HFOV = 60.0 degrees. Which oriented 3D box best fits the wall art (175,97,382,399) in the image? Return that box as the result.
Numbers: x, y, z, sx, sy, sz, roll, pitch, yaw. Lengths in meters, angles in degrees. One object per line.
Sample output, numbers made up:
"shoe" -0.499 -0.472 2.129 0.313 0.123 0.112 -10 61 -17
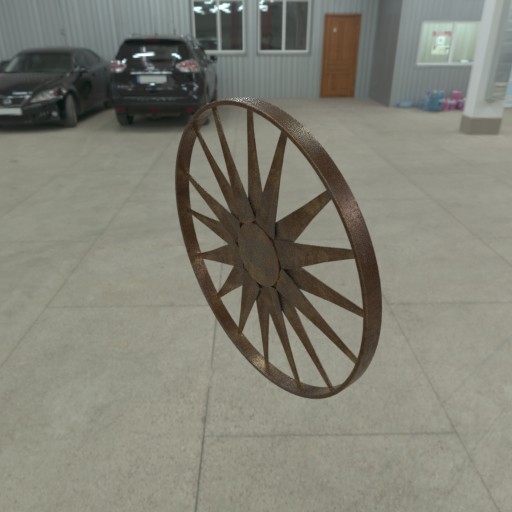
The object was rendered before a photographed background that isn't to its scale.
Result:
"wall art" 0.000 0.000 0.858 0.084 0.583 0.582 -18 31 -32
